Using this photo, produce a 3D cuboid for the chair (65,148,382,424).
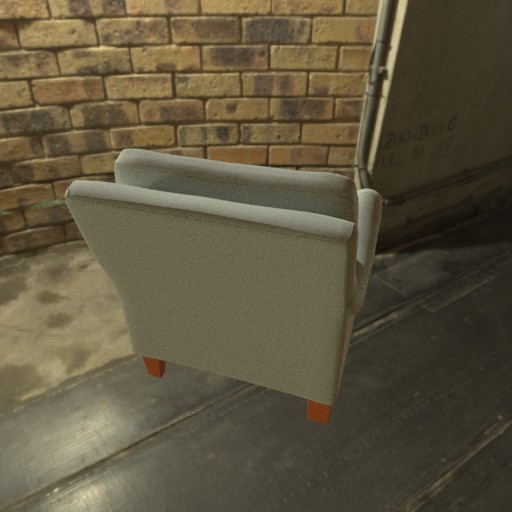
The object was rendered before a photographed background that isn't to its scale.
[{"bbox_3d":[0.000,0.000,1.877,0.955,1.038,1.070,10,35,15],"label":"chair"}]
